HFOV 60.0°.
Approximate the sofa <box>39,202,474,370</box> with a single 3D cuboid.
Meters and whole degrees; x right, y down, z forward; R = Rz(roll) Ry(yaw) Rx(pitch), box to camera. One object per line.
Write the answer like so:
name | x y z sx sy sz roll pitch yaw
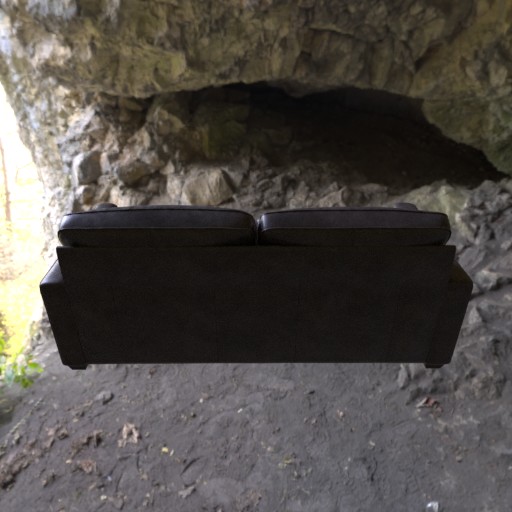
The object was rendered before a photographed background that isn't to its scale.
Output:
sofa | 0.000 0.000 2.529 2.081 0.916 0.939 0 31 0
